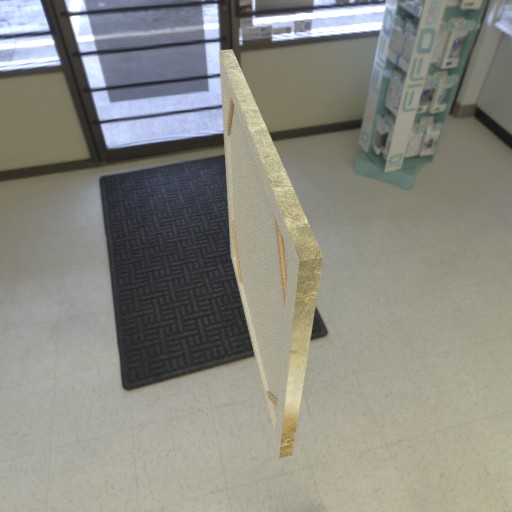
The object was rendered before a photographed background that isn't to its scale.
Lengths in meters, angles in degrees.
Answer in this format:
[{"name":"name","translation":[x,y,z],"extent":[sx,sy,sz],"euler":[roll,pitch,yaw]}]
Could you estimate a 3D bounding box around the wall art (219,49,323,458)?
[{"name":"wall art","translation":[0.000,0.000,1.664],"extent":[0.051,1.091,1.092],"euler":[-9,47,-8]}]
